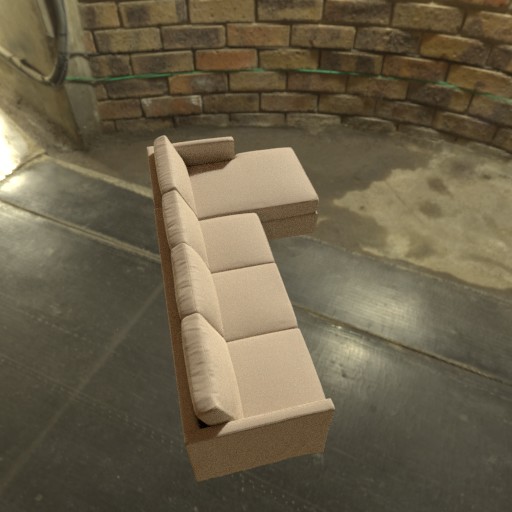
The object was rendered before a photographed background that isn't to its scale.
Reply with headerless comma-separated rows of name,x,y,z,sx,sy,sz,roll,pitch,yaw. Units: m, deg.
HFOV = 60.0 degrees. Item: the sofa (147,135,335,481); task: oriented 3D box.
sofa,0.000,0.000,3.919,1.622,0.871,3.206,-10,47,-9
